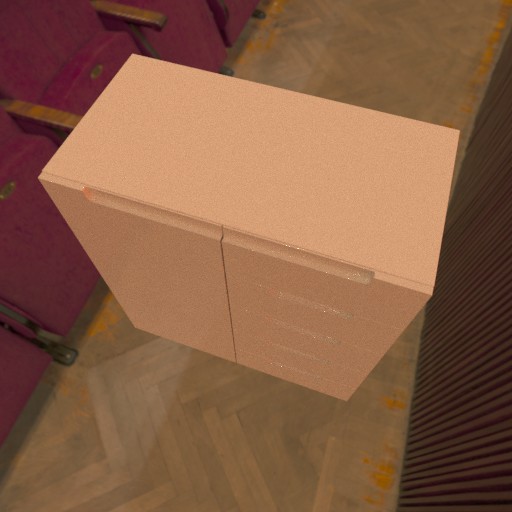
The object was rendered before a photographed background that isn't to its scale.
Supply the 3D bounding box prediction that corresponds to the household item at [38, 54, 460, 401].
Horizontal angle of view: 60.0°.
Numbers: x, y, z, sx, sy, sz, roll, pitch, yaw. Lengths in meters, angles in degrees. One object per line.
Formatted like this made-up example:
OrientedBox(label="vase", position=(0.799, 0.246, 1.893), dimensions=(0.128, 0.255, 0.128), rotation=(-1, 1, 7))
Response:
OrientedBox(label="household item", position=(0.000, 0.000, 1.314), dimensions=(0.800, 0.870, 0.420), rotation=(17, 61, 10))
